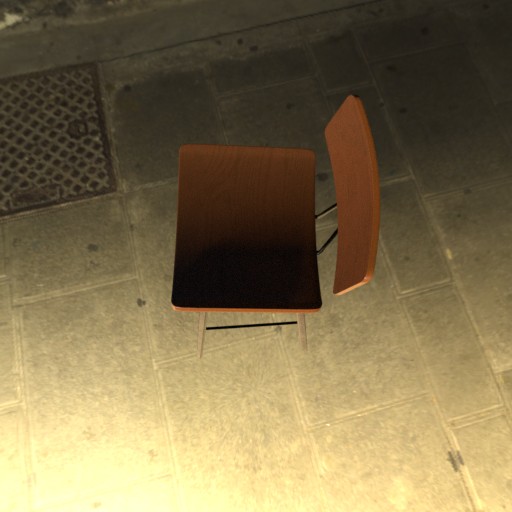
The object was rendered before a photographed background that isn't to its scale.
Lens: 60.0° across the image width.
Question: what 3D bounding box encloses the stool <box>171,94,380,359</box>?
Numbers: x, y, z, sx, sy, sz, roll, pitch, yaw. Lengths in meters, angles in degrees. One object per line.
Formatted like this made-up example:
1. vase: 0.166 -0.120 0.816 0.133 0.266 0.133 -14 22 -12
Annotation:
1. stool: 0.000 0.000 1.255 0.440 0.969 0.509 0 73 0
